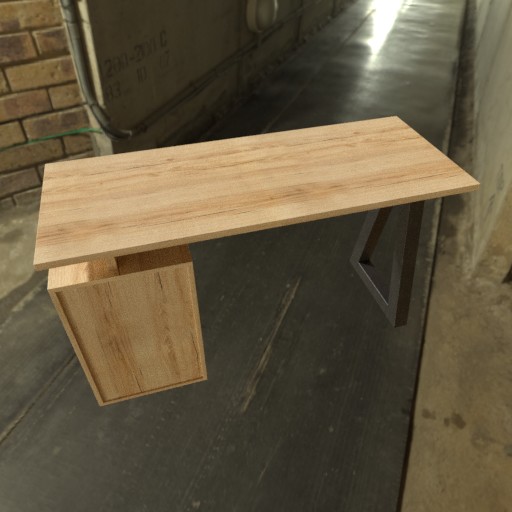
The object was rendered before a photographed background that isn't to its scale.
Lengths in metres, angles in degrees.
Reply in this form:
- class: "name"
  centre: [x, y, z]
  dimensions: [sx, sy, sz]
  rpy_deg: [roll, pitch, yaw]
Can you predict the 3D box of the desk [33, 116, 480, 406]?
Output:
- class: "desk"
  centre: [0.000, 0.000, 1.779]
  dimensions: [1.400, 0.760, 0.550]
  rpy_deg: [-11, 43, -12]
